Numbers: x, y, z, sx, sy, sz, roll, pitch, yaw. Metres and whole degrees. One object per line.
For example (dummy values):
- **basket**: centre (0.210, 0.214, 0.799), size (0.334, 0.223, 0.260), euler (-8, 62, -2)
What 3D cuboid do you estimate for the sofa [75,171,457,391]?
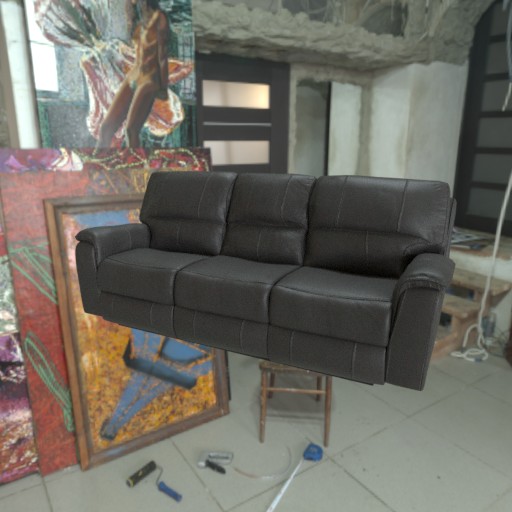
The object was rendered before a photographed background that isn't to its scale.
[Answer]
- **sofa**: centre (0.000, 0.000, 3.194), size (2.627, 1.134, 1.104), euler (7, 16, 26)
